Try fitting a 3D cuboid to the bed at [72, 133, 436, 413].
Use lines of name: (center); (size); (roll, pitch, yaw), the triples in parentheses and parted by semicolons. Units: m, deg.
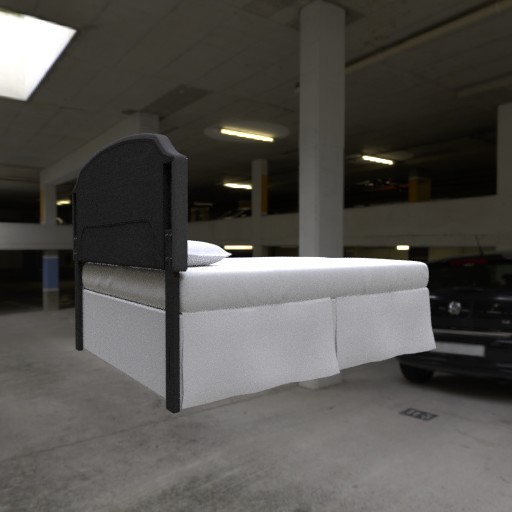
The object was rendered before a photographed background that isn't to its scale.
bed: (0.000, 0.000, 3.029); (1.999, 1.270, 1.558); (-1, 2, -37)
